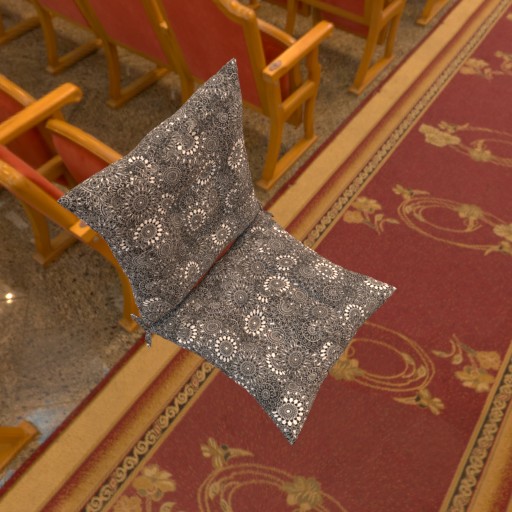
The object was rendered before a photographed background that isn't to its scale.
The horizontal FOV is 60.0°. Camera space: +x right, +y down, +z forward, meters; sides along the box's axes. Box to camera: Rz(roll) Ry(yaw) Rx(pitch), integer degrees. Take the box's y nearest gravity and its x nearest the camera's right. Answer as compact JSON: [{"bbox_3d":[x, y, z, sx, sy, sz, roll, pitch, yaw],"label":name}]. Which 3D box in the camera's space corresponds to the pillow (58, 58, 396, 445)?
[{"bbox_3d":[0.000,0.000,1.018,0.585,0.536,0.541,32,63,19],"label":"pillow"}]
